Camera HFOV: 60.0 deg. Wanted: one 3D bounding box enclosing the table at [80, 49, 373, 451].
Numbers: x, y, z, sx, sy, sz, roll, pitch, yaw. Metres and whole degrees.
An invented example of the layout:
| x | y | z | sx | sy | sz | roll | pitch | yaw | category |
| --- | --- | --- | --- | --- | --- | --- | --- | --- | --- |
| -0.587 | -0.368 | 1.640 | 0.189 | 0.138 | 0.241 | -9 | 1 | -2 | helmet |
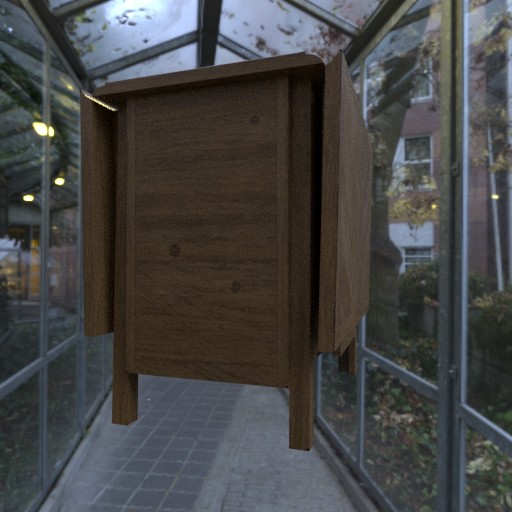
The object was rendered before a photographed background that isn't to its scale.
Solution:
| x | y | z | sx | sy | sz | roll | pitch | yaw | category |
| --- | --- | --- | --- | --- | --- | --- | --- | --- | --- |
| 0.000 | 0.000 | 1.258 | 0.591 | 0.763 | 0.746 | 0 | -1 | 19 | table |
